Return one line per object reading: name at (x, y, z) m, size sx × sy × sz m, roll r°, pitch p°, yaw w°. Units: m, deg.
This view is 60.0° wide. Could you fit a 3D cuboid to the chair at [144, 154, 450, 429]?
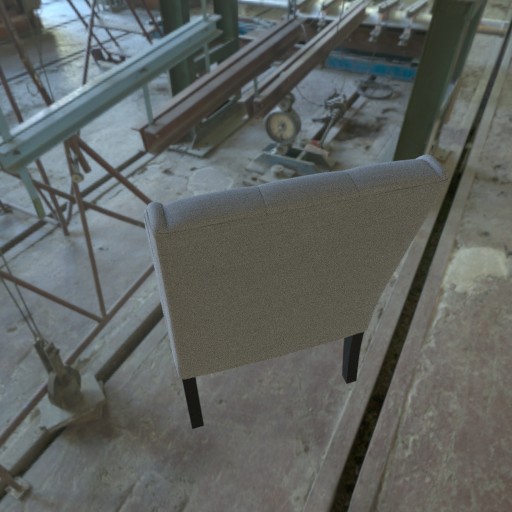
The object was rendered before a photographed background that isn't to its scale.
chair at (0.000, 0.000, 1.264) m, size 0.569 × 0.853 × 0.676 m, roll -12°, pitch 43°, yaw -13°
